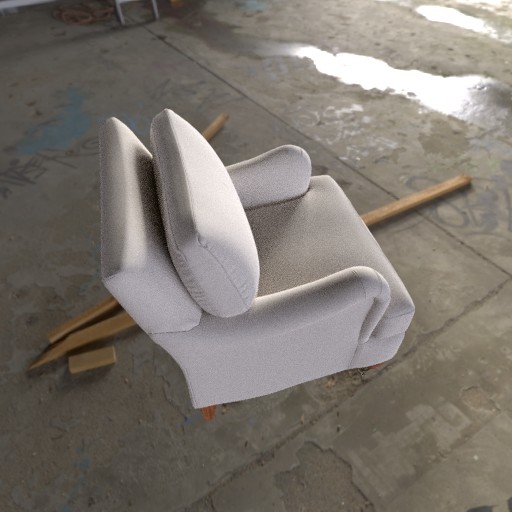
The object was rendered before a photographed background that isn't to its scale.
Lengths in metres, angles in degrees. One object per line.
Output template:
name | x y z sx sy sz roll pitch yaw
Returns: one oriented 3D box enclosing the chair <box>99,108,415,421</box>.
chair | 0.000 0.000 1.881 1.070 1.038 0.955 -10 46 -10
